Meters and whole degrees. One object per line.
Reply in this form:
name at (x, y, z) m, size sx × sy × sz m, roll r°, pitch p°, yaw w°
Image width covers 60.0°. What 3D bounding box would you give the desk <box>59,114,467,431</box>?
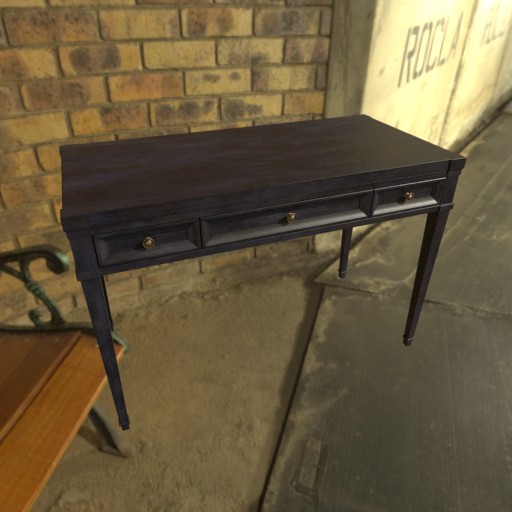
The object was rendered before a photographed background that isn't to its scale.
desk at (0.000, 0.000, 1.779) m, size 1.289 × 0.861 × 0.630 m, roll -11°, pitch 33°, yaw -18°
